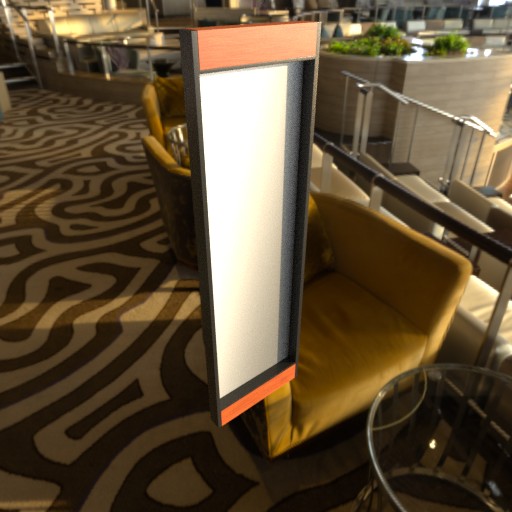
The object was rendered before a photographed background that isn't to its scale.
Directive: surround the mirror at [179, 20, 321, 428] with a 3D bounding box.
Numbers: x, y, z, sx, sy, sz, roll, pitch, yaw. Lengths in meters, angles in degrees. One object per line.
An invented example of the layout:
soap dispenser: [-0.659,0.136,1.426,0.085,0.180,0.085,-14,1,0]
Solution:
mirror: [0.000,0.000,1.211,0.343,1.123,0.047,-23,39,-33]
